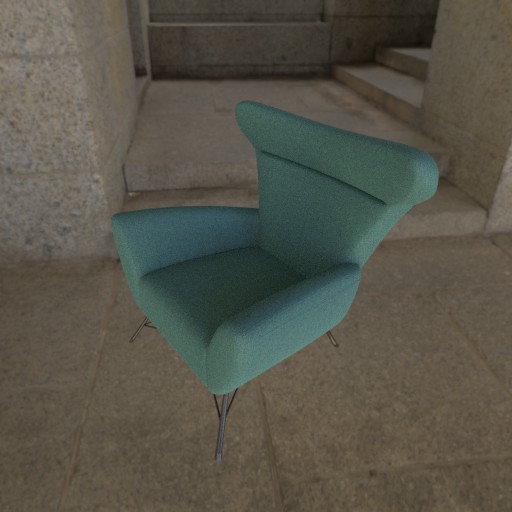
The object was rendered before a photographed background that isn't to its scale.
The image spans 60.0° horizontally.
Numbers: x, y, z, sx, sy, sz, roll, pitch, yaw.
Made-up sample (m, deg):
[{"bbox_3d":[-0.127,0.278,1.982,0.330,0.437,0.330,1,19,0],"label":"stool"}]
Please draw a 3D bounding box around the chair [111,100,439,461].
[{"bbox_3d":[0.000,0.000,1.771,0.900,0.980,1.050,-21,37,-31],"label":"chair"}]
